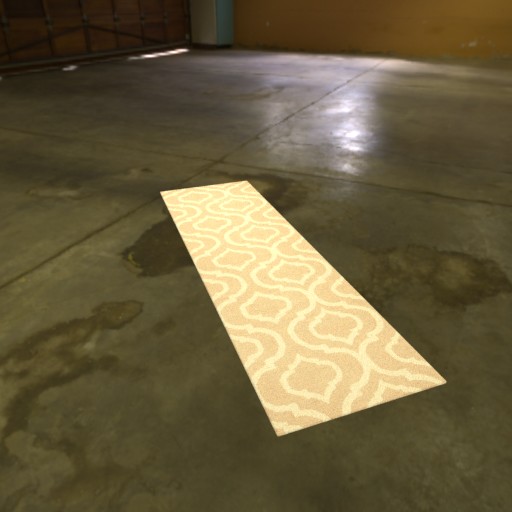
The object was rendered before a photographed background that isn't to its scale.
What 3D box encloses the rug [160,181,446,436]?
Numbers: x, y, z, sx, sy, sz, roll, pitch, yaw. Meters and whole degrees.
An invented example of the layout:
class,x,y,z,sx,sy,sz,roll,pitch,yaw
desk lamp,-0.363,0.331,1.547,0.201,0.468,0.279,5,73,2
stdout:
class,x,y,z,sx,sy,sz,roll,pitch,yaw
rug,0.000,0.000,2.497,0.691,0.013,2.289,-10,32,-17
